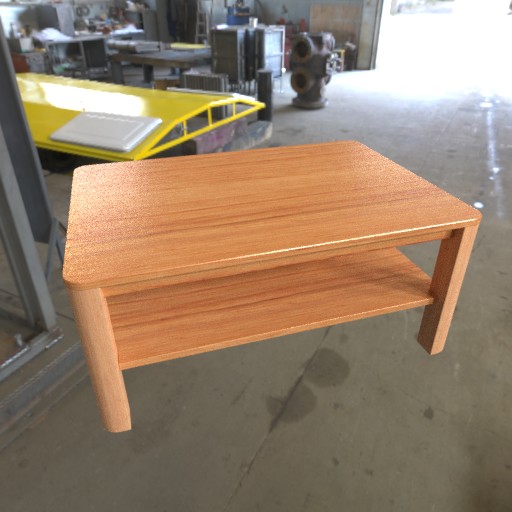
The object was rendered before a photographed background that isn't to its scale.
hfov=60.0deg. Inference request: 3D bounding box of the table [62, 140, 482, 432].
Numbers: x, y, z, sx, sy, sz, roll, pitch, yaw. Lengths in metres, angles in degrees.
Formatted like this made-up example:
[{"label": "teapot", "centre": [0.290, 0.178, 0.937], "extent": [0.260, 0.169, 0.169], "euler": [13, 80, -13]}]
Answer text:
[{"label": "table", "centre": [0.000, 0.000, 1.369], "extent": [0.997, 0.445, 0.696], "euler": [-9, 32, -15]}]
